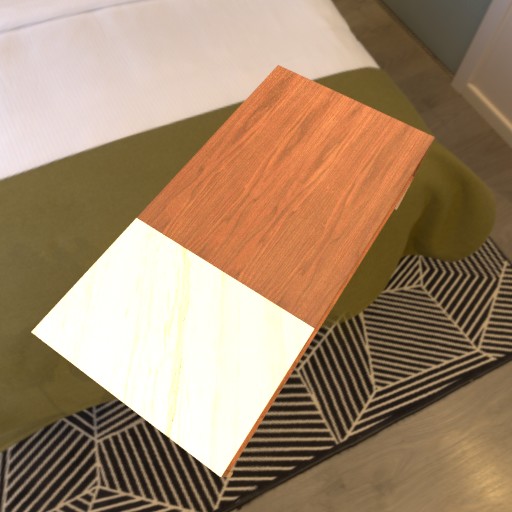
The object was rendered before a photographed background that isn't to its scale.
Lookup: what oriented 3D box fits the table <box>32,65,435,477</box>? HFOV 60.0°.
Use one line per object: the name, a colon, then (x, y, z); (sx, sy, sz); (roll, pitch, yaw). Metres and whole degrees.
table: (0.000, 0.000, 1.937); (0.789, 0.551, 1.553); (31, 67, 14)
